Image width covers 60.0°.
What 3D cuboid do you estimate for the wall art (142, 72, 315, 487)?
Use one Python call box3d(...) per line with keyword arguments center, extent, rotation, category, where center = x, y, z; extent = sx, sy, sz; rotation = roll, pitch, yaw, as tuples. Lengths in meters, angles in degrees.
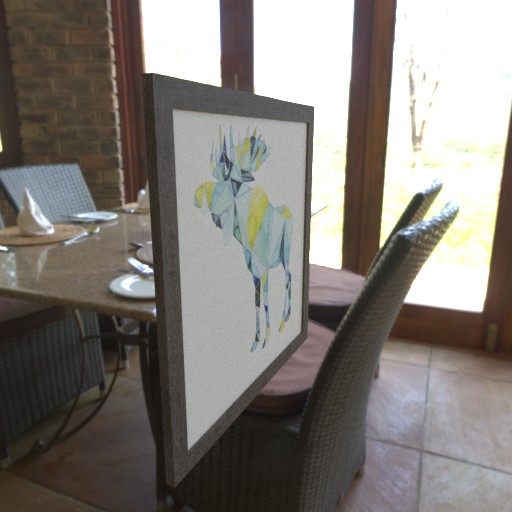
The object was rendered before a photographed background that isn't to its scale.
box3d(center=(0.000, 0.000, 0.667), extent=(0.013, 0.457, 0.457), rotation=(7, 16, 25), category="wall art")
